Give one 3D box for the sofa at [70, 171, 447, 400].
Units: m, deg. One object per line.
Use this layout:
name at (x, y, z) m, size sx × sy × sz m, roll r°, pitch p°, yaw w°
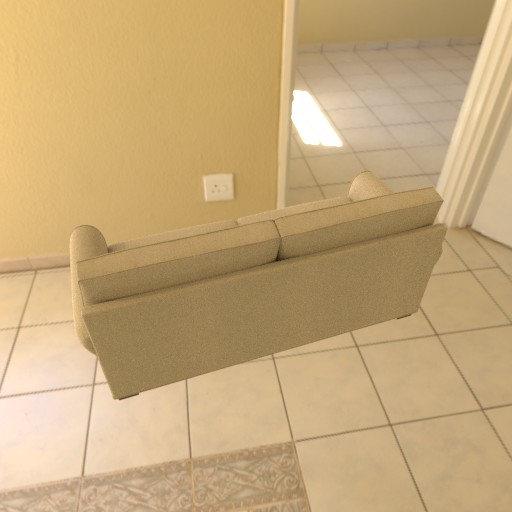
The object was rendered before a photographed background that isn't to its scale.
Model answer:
sofa at (0.000, 0.000, 2.762) m, size 2.146 × 0.962 × 0.901 m, roll -13°, pitch 43°, yaw -14°
